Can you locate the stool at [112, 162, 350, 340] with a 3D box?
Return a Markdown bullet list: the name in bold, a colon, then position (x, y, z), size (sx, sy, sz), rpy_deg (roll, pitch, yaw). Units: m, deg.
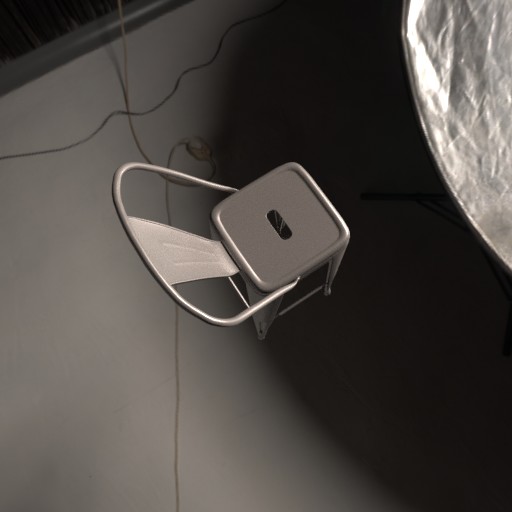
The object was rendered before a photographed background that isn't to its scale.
- **stool**: position (0.000, 0.000, 1.354), size (0.513, 1.096, 0.399), rpy_deg (-32, 77, -8)
